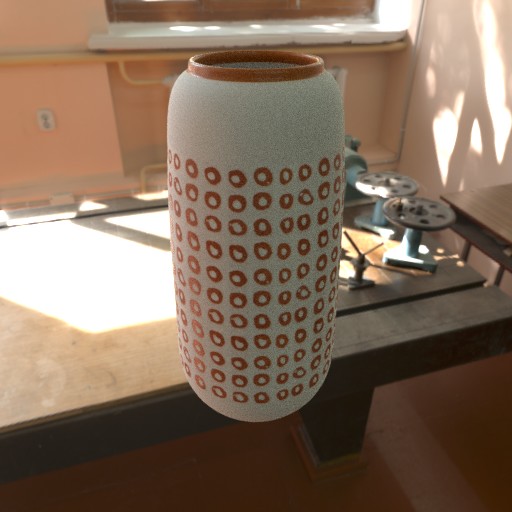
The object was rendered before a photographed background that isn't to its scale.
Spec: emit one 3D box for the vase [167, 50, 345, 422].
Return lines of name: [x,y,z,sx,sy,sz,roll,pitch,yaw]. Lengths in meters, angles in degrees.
vase: [0.000,0.000,0.343,0.133,0.282,0.133,0,32,0]
